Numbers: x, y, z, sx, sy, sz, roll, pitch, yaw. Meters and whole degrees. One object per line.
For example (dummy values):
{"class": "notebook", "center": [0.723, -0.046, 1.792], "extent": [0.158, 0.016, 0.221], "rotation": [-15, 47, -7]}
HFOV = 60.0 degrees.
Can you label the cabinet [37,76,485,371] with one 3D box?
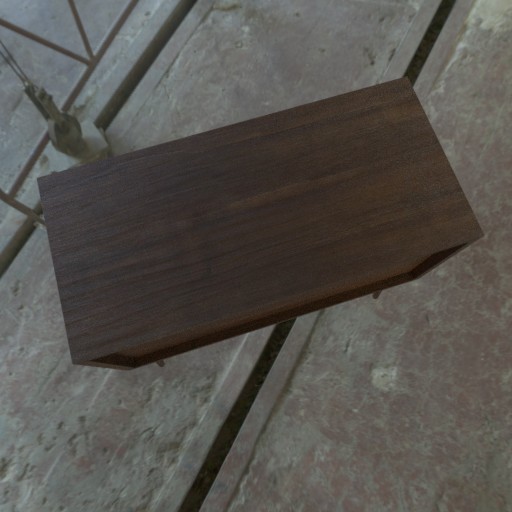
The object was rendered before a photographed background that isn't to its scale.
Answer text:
{"class": "cabinet", "center": [0.000, 0.000, 1.120], "extent": [0.743, 0.654, 0.354], "rotation": [-17, 74, -5]}
